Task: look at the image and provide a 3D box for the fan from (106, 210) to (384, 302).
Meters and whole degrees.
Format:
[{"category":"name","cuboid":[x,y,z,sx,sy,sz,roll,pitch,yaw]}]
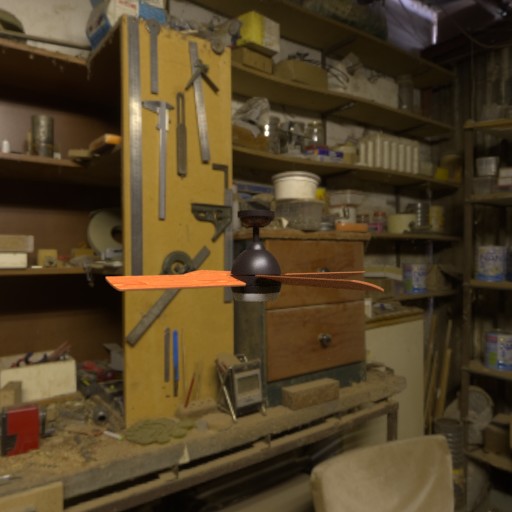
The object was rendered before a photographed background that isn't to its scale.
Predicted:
[{"category":"fan","cuboid":[0.000,0.000,2.021,1.332,0.403,1.332,0,0,-36]}]
